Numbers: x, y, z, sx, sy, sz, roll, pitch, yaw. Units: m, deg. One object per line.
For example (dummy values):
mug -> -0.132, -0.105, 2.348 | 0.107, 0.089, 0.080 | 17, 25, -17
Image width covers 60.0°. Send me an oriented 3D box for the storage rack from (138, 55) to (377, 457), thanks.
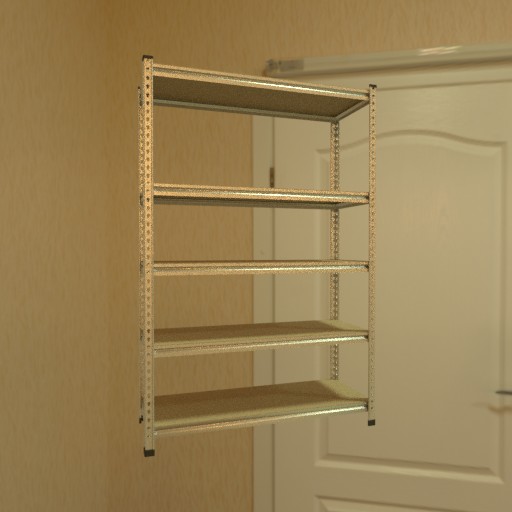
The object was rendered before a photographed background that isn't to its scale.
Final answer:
storage rack -> 0.000, 0.000, 2.414 | 1.219, 1.829, 0.457 | 0, 1, -18
